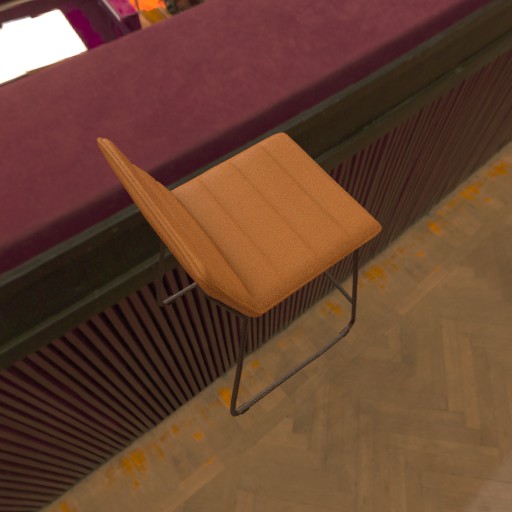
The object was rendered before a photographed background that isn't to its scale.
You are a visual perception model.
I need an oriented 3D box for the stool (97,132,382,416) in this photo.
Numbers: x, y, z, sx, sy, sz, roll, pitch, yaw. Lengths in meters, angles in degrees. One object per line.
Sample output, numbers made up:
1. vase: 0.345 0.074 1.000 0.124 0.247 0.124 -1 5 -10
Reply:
1. stool: 0.000 0.000 1.206 0.524 0.866 0.489 -32 65 -17
